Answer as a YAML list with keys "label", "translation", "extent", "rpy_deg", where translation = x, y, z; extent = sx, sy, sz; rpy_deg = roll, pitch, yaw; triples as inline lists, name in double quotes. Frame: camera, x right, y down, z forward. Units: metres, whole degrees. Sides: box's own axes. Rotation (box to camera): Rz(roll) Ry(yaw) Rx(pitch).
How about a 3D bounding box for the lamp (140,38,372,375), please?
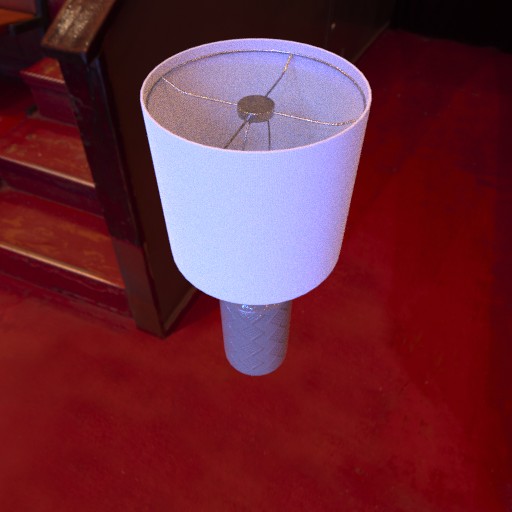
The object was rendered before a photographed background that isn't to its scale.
- label: "lamp"
  translation: [0.000, 0.000, 0.572]
  extent: [0.207, 0.461, 0.207]
  rpy_deg: [17, 50, 15]
